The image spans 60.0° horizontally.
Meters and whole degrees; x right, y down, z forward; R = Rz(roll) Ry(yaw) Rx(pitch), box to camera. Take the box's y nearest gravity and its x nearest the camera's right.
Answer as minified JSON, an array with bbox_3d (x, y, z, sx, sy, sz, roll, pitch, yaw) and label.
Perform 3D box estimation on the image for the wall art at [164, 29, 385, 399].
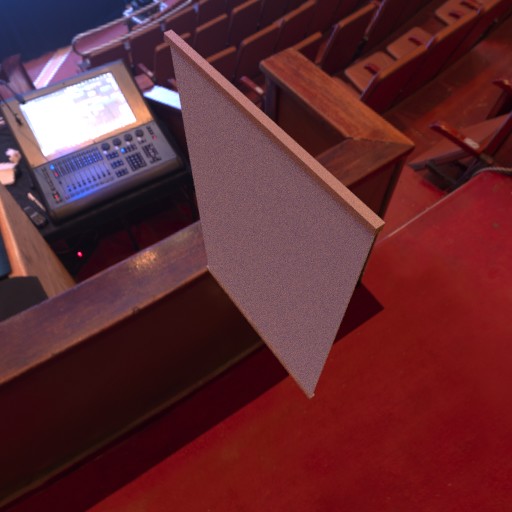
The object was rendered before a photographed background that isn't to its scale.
[{"bbox_3d":[0.000,0.000,1.895,0.030,1.519,0.990,-32,63,-18],"label":"wall art"}]
